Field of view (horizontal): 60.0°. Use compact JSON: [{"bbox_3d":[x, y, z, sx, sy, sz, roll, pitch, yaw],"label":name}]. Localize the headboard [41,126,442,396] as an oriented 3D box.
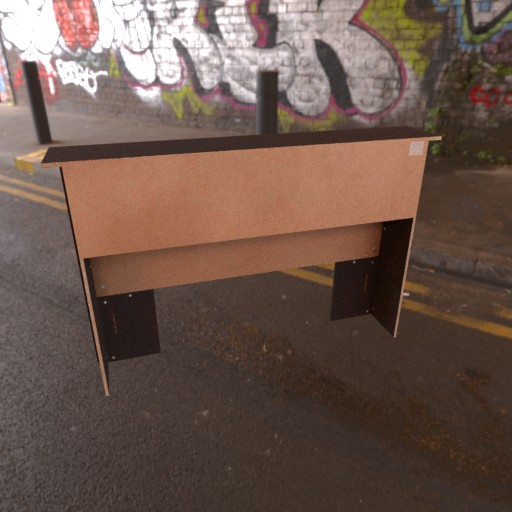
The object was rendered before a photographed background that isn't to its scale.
[{"bbox_3d":[0.000,0.000,2.137,1.671,1.092,0.279,-8,27,-15],"label":"headboard"}]
